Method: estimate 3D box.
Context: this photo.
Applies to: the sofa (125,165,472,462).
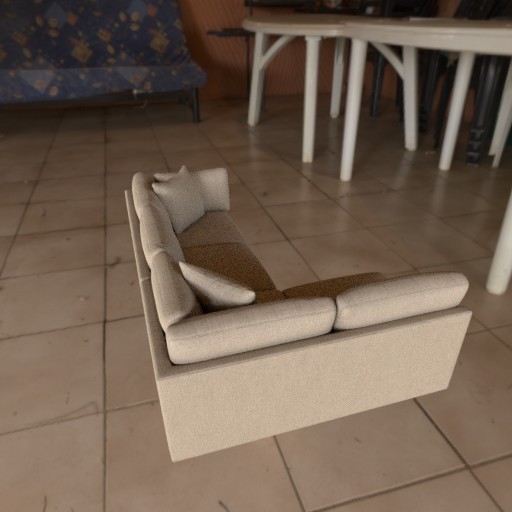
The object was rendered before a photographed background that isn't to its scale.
[{"bbox_3d":[0.000,0.000,3.832,1.994,0.978,2.896,-9,30,-15],"label":"sofa"}]
